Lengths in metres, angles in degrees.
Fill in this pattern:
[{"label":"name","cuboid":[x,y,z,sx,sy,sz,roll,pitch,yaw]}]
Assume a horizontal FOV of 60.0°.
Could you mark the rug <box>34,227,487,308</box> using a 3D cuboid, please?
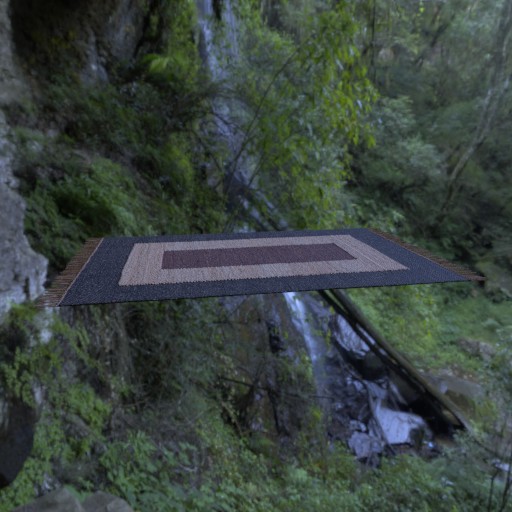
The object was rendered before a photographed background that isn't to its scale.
[{"label":"rug","cuboid":[0.000,0.000,2.491,2.021,0.027,1.224,-3,16,-10]}]
